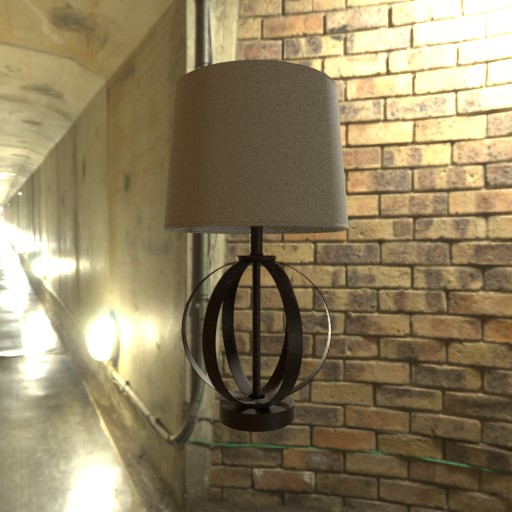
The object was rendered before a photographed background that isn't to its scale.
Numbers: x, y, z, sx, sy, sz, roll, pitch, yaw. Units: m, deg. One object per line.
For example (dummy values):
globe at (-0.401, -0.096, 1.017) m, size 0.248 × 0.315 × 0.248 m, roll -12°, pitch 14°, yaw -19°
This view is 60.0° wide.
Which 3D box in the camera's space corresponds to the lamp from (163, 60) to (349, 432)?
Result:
lamp at (0.000, 0.000, 0.700) m, size 0.286 × 0.510 × 0.286 m, roll 0°, pitch 1°, yaw 0°
